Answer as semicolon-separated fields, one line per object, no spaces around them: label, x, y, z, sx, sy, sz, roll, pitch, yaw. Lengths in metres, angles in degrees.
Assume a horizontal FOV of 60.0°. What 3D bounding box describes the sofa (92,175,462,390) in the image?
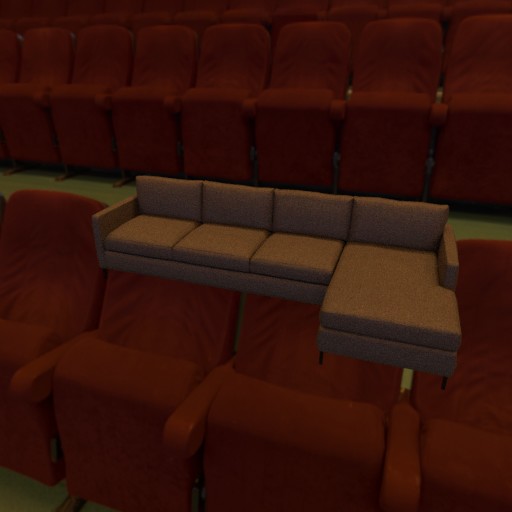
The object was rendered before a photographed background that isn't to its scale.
sofa;0.000;0.000;3.827;3.221;0.892;1.483;8;26;17
